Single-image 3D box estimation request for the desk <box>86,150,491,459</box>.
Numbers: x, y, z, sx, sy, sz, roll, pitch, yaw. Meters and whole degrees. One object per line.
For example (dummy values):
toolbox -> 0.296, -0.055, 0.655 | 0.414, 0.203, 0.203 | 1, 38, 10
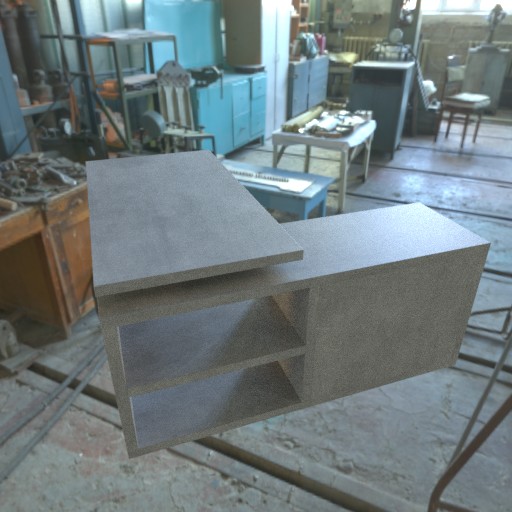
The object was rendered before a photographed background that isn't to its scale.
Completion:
desk -> 0.000, 0.000, 2.271 | 1.500, 0.740, 1.400 | -10, 31, -17
